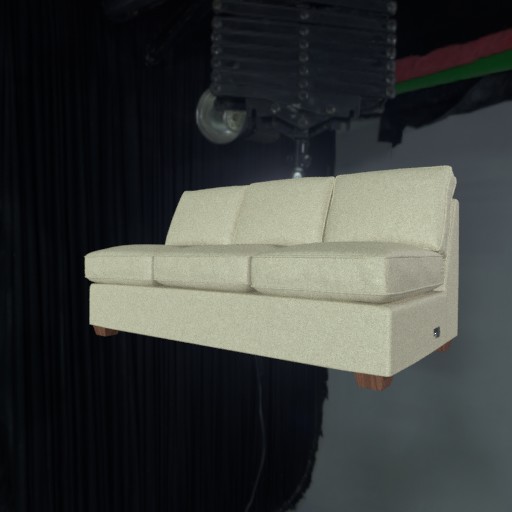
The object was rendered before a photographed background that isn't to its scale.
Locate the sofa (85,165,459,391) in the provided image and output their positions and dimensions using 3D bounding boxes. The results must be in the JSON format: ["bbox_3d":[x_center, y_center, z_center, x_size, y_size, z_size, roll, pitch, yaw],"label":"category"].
[{"bbox_3d":[0.000,0.000,2.539,1.962,0.973,1.027,0,1,38],"label":"sofa"}]
